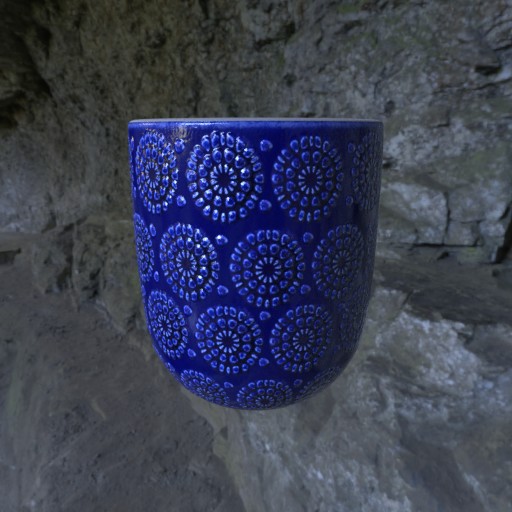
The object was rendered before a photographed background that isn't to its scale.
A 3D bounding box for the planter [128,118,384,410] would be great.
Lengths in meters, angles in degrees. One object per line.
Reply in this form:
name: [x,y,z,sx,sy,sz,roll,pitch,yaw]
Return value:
planter: [0.000,0.000,0.354,0.184,0.206,0.184,0,16,0]
